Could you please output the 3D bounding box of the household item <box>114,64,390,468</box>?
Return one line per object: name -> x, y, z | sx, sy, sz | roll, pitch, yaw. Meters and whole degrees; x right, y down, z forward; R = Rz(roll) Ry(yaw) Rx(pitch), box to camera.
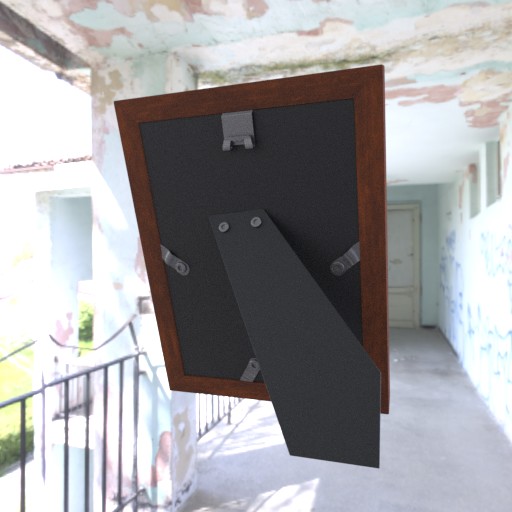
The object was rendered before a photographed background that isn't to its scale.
household item -> 0.000, 0.000, 0.283 | 0.160, 0.204, 0.096 | 0, 0, 19
